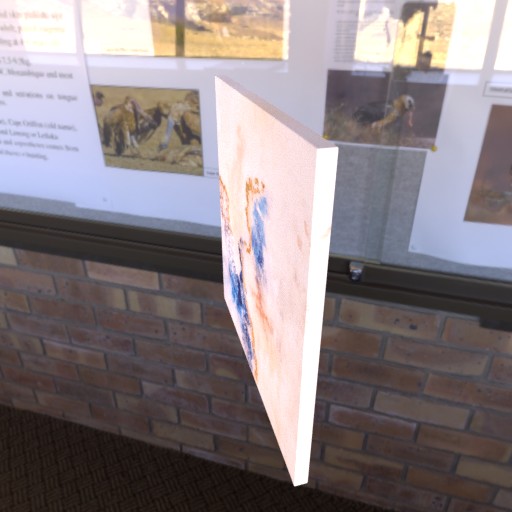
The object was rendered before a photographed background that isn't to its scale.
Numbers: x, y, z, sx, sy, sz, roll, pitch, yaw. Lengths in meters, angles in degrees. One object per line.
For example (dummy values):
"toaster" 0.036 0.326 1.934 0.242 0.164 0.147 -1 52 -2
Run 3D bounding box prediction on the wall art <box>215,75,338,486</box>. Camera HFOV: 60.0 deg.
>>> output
"wall art" 0.000 0.000 1.312 0.038 0.889 0.889 -8 30 -13
